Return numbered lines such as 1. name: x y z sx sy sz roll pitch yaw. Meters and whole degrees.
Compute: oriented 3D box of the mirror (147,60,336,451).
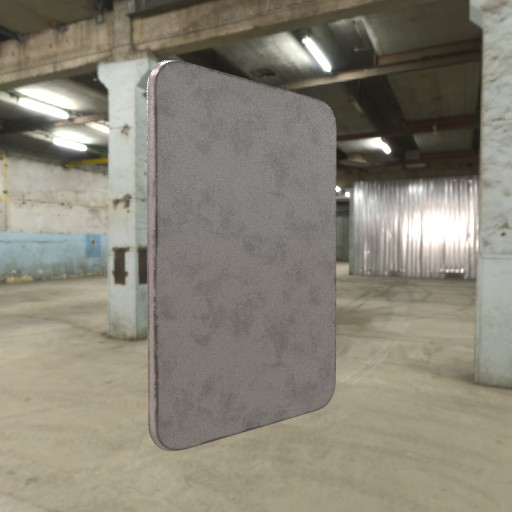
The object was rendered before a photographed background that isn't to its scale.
1. mirror: 0.000 0.000 0.907 0.461 0.713 0.024 -1 1 -36
